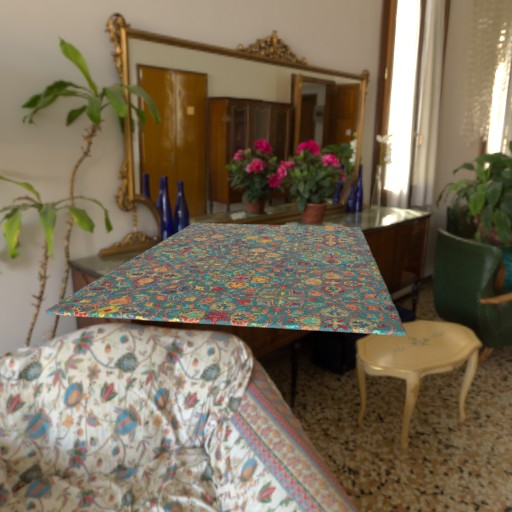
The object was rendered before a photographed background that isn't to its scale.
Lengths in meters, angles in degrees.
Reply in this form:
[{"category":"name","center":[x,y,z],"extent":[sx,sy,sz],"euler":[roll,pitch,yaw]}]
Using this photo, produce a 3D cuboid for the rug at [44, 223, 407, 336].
[{"category":"rug","center":[0.000,0.000,2.327],"extent":[1.216,0.014,1.836],"euler":[2,14,8]}]
